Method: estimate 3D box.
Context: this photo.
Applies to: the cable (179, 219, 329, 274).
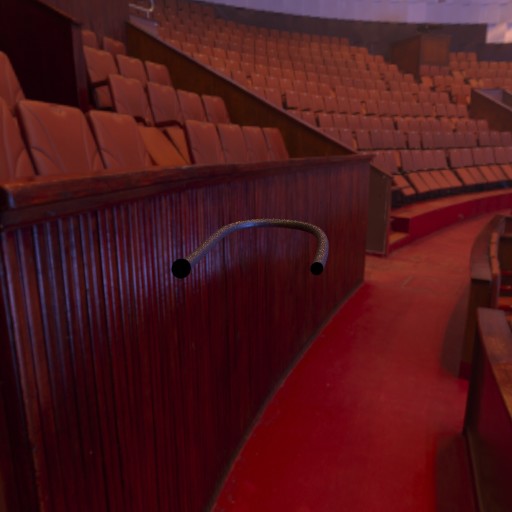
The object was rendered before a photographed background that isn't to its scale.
[{"bbox_3d":[0.000,0.000,0.111,0.041,0.005,0.098,2,14,9],"label":"cable"}]
